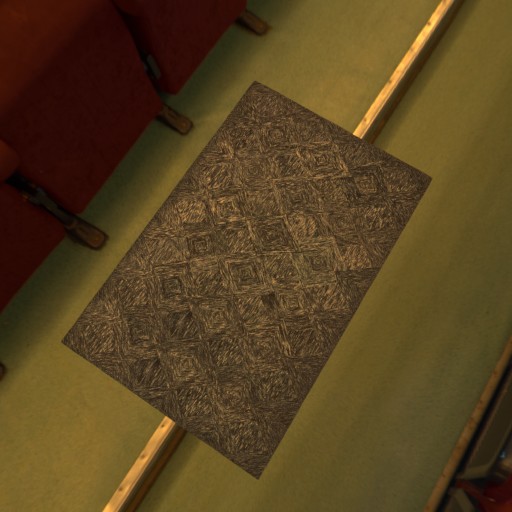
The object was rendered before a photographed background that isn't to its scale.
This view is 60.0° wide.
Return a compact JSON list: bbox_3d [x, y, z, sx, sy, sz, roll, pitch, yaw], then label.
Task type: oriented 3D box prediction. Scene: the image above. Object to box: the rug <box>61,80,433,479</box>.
[{"bbox_3d":[0.000,0.000,2.263,1.139,0.010,1.754,32,77,8],"label":"rug"}]
